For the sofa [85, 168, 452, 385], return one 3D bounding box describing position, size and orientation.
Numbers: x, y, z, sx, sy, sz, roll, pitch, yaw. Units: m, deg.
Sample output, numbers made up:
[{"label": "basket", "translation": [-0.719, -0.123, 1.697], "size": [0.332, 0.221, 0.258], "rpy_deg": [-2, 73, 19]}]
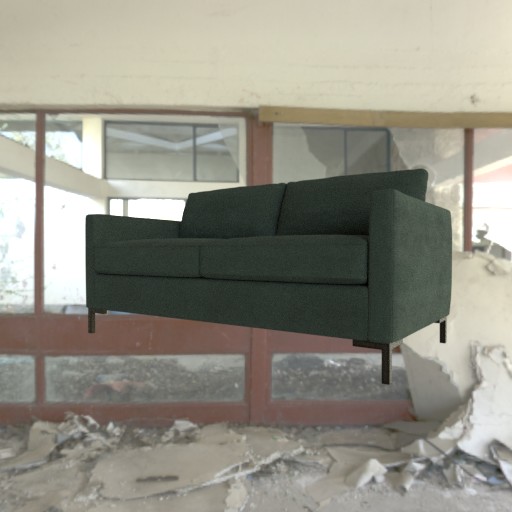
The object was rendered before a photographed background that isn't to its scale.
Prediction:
[{"label": "sofa", "translation": [0.000, 0.000, 2.208], "size": [1.676, 0.817, 0.875], "rpy_deg": [0, 0, 35]}]
